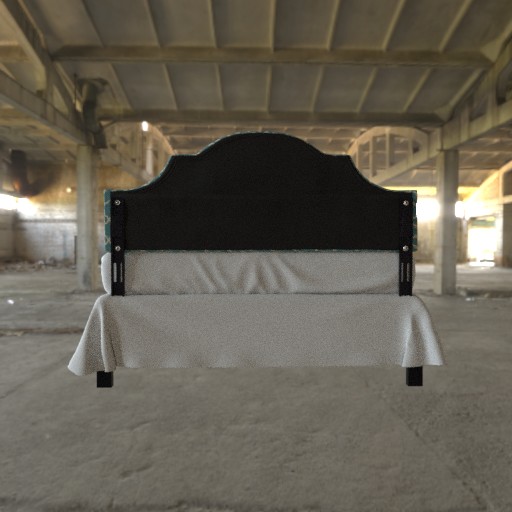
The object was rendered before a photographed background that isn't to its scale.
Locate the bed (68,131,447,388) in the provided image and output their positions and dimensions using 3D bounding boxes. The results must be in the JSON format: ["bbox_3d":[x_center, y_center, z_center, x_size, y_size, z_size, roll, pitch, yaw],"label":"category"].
[{"bbox_3d":[0.000,0.000,3.736,2.314,1.601,2.222,0,1,-1],"label":"bed"}]
